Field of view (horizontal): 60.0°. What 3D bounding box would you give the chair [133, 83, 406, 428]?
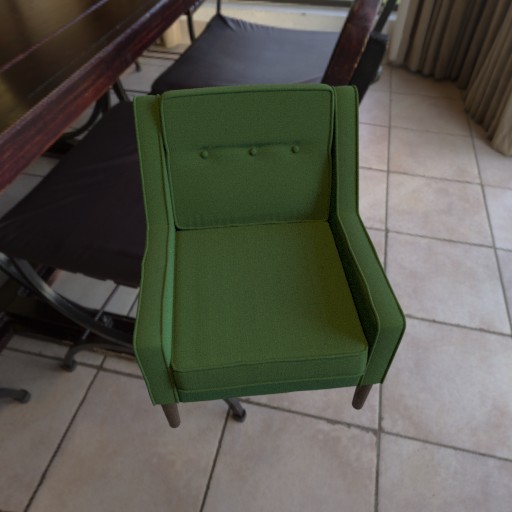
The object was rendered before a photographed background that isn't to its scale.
[{"bbox_3d":[0.000,0.000,1.327,0.663,0.792,0.743,-4,47,-4],"label":"chair"}]
